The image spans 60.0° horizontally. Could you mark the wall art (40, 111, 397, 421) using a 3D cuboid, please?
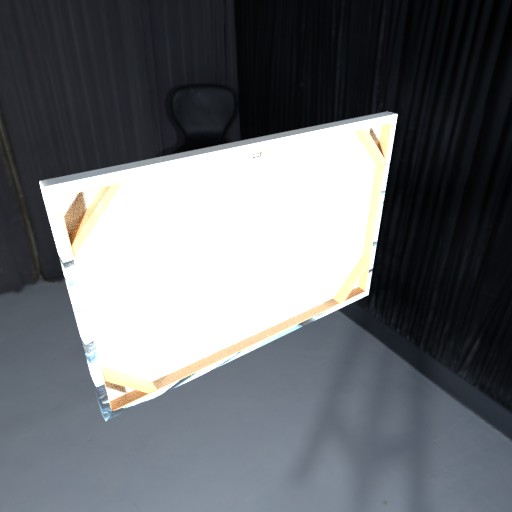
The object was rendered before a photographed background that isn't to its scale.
[{"bbox_3d":[0.000,0.000,1.155,0.914,0.609,0.039,-20,36,-29],"label":"wall art"}]
